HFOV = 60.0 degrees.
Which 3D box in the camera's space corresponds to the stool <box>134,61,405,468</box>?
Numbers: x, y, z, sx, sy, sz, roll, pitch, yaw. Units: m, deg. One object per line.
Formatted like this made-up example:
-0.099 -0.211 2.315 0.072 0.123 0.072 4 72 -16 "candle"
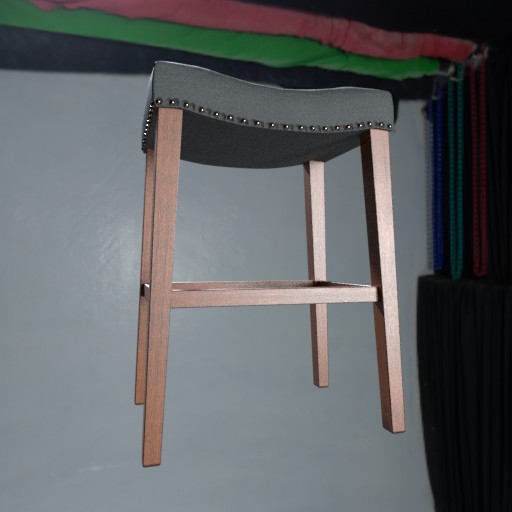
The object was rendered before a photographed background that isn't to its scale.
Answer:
0.000 0.000 0.854 0.439 0.612 0.320 0 -1 -17 "stool"
